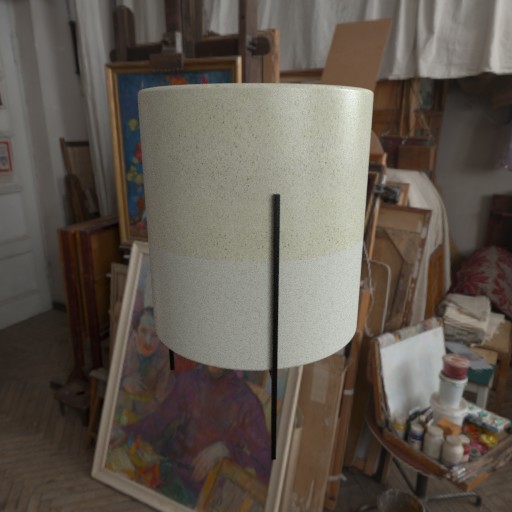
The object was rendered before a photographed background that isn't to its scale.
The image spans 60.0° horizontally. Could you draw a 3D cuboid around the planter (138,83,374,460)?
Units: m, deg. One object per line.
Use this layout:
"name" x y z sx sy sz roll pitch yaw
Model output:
"planter" 0.000 0.000 0.693 0.324 0.483 0.333 -3 17 -8
